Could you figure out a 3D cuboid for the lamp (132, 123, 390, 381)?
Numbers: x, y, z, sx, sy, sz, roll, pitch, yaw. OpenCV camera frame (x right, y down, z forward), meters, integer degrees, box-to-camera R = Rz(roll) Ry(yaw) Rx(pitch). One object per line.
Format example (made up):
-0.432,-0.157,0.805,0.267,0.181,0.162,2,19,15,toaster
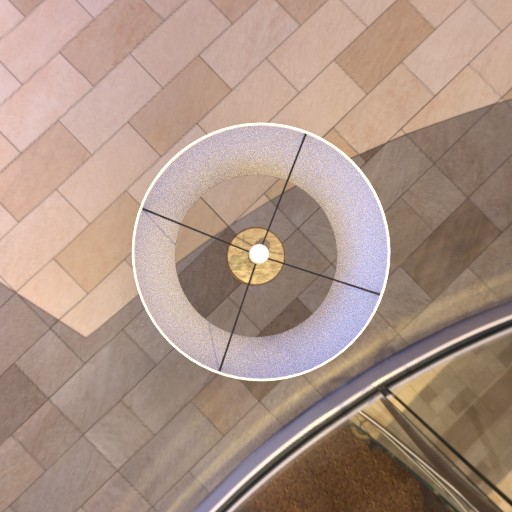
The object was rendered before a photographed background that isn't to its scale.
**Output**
0.000,0.000,0.585,0.208,0.455,0.208,0,89,-1,lamp
